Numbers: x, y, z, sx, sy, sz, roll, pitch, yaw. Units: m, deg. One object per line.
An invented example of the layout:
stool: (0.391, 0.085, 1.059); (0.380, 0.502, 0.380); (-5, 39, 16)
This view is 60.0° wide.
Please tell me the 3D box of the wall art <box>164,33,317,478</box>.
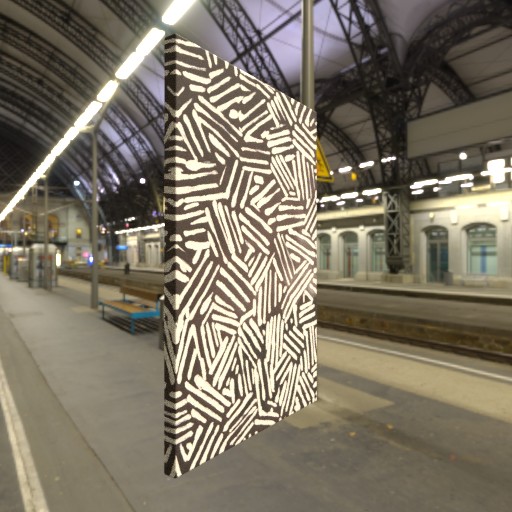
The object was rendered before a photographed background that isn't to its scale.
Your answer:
wall art: (0.000, 0.000, 1.170); (0.035, 0.918, 0.615); (0, 0, 36)
